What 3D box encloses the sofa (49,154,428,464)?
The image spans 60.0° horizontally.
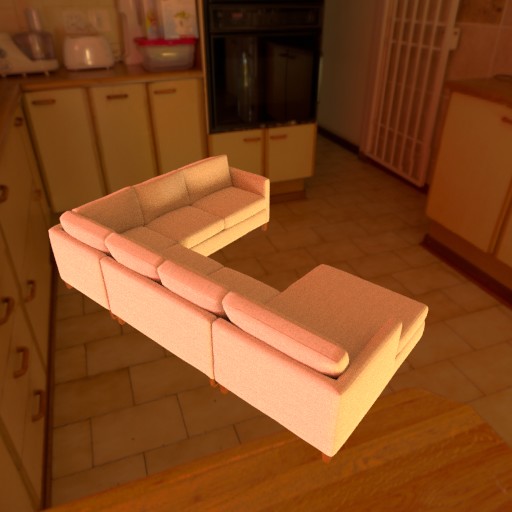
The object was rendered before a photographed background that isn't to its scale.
[{"bbox_3d":[0.000,0.000,4.578,3.460,0.961,2.594,23,38,33],"label":"sofa"}]
